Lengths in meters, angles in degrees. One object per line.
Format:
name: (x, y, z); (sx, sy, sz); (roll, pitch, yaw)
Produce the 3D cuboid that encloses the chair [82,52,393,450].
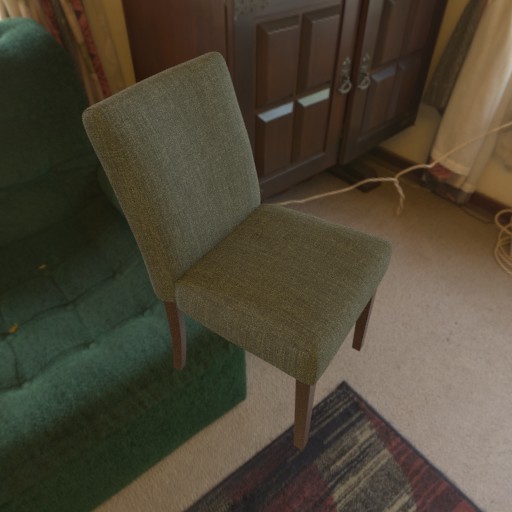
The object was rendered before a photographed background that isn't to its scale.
chair: (0.000, 0.000, 1.232); (0.629, 0.884, 0.487); (24, 48, 24)
